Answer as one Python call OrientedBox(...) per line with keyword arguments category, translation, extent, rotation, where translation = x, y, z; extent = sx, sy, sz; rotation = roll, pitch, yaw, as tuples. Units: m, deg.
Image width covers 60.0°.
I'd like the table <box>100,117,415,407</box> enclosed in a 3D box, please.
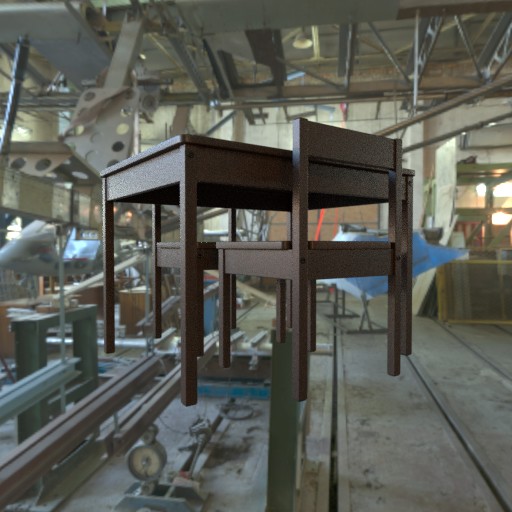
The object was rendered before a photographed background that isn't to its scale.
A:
OrientedBox(category="table", translation=(0.000, 0.000, 1.133), extent=(0.650, 0.503, 0.672), rotation=(-1, 2, -35))
